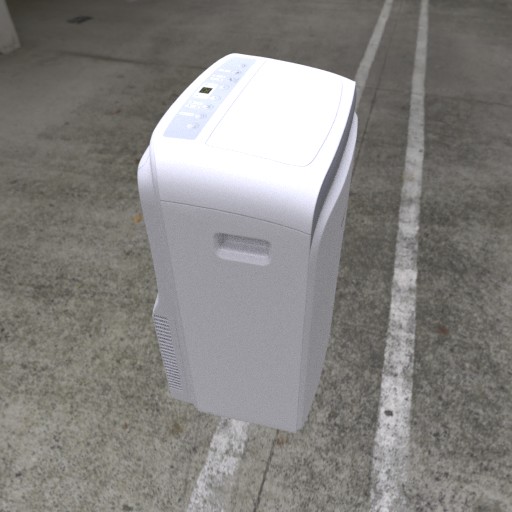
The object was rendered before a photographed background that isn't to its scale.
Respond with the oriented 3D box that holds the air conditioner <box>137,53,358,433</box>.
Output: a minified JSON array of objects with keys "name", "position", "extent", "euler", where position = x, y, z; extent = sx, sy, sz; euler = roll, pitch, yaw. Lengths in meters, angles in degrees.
[{"name":"air conditioner","position":[0.000,0.000,0.940],"extent":[0.365,0.700,0.454],"euler":[12,46,12]}]
